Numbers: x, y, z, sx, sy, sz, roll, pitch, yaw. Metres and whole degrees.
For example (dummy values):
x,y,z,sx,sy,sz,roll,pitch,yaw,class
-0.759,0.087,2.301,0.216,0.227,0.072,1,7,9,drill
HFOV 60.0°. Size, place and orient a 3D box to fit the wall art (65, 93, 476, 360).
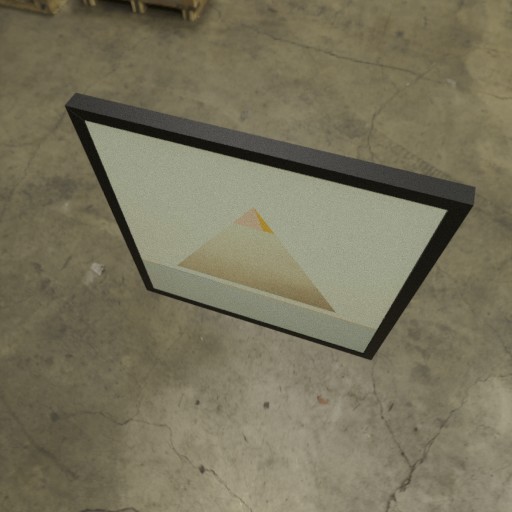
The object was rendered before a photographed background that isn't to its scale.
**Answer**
x,y,z,sx,sy,sz,roll,pitch,yaw,class
0.000,0.000,1.128,0.769,0.766,0.042,16,59,10,wall art
